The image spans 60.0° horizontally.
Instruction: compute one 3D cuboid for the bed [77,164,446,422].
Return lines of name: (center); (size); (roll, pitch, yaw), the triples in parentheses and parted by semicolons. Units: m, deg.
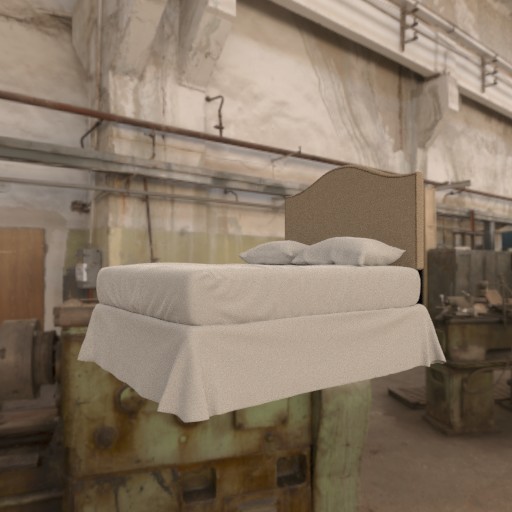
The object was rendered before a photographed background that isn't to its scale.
bed: (0.000, 0.000, 3.419); (2.221, 1.645, 1.876); (1, -1, -36)
